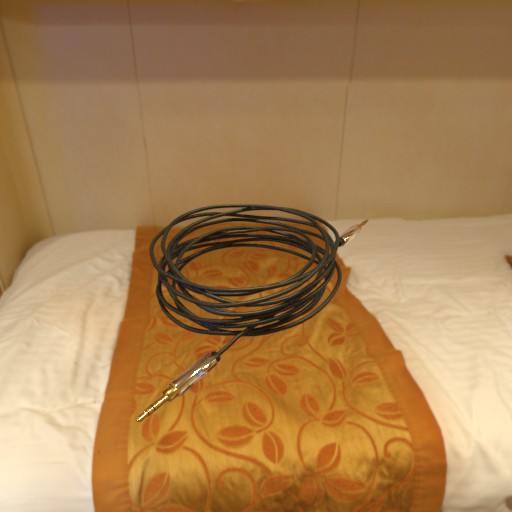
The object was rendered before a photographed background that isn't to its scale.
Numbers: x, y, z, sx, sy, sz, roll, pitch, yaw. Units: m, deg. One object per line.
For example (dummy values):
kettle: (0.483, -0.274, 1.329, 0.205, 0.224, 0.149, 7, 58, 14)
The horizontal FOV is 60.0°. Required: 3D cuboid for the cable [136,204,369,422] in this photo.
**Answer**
cable: (0.000, 0.000, 0.496, 0.198, 0.069, 0.432, 21, 36, 32)
